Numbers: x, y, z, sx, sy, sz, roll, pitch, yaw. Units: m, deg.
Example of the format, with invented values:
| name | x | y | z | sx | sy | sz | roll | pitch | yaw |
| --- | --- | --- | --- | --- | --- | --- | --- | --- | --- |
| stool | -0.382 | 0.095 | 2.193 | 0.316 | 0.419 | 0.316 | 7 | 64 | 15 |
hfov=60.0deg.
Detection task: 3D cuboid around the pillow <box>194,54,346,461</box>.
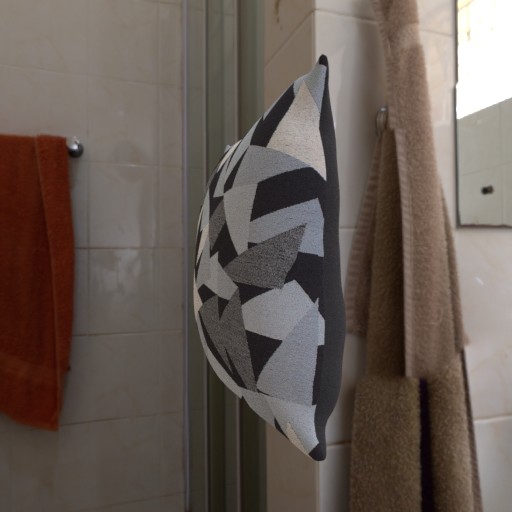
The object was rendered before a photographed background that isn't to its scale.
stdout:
| name | x | y | z | sx | sy | sz | roll | pitch | yaw |
| --- | --- | --- | --- | --- | --- | --- | --- | --- | --- |
| pillow | 0.000 | 0.000 | 0.762 | 0.208 | 0.496 | 0.503 | 0 | 0 | -17 |
